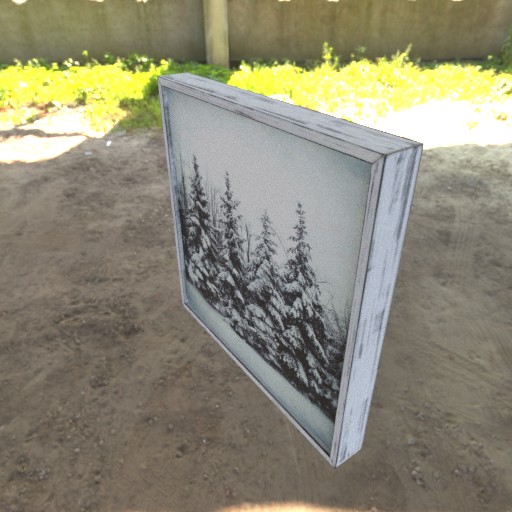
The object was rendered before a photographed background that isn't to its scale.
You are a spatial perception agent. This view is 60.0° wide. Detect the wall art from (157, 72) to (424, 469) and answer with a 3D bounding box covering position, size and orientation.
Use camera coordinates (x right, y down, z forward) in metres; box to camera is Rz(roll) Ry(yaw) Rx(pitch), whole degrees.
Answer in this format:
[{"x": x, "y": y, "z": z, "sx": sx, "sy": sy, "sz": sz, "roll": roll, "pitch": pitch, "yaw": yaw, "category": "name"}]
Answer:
[{"x": 0.000, "y": 0.000, "z": 0.448, "sx": 0.036, "sy": 0.303, "sz": 0.303, "roll": -21, "pitch": 37, "yaw": -30, "category": "wall art"}]
